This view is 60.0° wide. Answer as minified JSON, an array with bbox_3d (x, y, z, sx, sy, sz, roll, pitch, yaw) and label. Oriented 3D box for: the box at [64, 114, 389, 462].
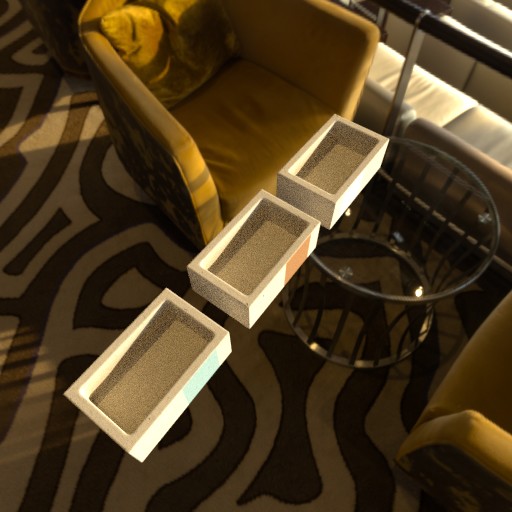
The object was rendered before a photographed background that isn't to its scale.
[{"bbox_3d":[0.000,0.000,0.498,0.082,0.051,0.461,32,63,19],"label":"box"}]
